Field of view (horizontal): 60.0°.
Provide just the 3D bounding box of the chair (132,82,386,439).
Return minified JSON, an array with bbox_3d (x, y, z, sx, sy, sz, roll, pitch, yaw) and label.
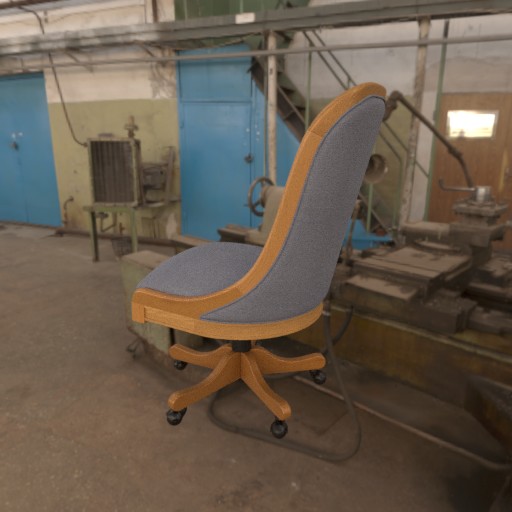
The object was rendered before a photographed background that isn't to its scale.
[{"bbox_3d":[0.000,0.000,1.460,0.735,1.031,0.605,8,18,25],"label":"chair"}]
